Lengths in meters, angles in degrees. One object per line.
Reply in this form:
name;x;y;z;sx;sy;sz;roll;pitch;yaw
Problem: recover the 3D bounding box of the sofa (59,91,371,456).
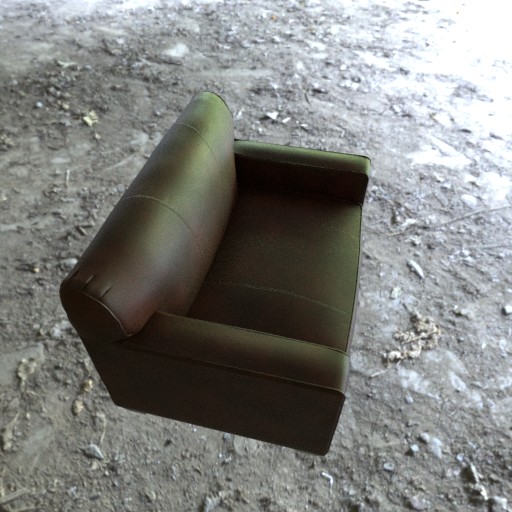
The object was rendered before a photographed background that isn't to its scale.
sofa;0.000;0.000;2.069;1.000;0.956;1.413;10;47;9
